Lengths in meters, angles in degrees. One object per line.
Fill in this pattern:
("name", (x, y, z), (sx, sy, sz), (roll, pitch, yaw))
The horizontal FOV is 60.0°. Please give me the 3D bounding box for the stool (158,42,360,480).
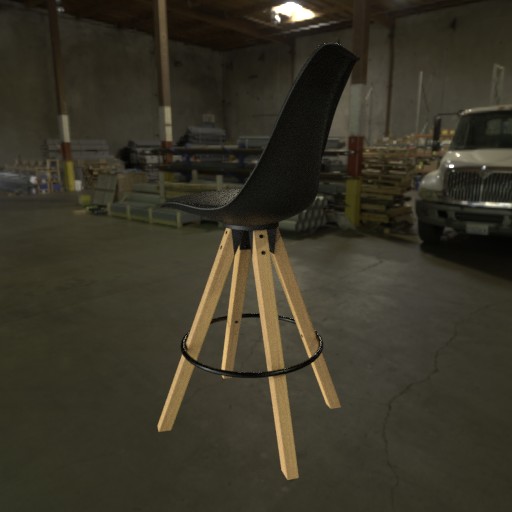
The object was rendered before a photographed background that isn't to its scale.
("stool", (0.000, 0.000, 1.350), (0.550, 1.115, 0.485), (7, 16, 27))
